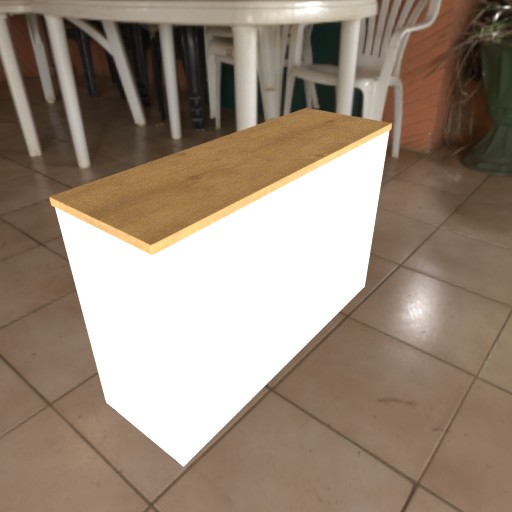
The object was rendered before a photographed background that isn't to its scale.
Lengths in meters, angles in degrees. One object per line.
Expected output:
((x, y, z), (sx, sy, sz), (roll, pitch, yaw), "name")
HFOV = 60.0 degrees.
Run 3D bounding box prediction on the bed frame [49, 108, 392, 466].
((0.000, 0.000, 1.768), (0.430, 0.850, 1.300), (23, 38, 32), "bed frame")
